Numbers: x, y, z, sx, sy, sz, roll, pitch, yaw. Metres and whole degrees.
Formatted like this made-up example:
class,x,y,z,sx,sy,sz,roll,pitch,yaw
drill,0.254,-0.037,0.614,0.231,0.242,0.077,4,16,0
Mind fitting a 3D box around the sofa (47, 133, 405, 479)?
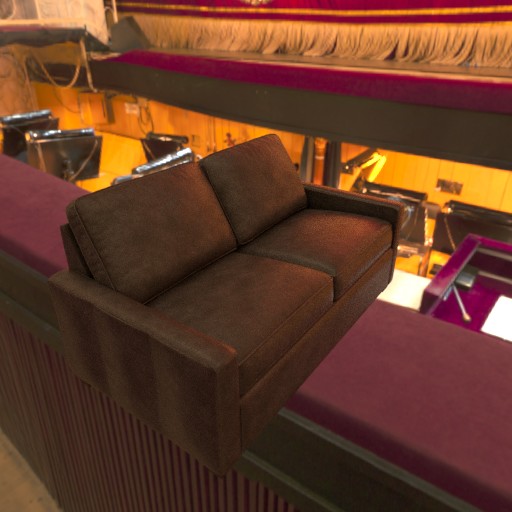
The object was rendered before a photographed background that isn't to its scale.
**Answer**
class,x,y,z,sx,sy,sz,roll,pitch,yaw
sofa,0.000,0.000,2.267,0.939,0.916,1.732,19,33,31
